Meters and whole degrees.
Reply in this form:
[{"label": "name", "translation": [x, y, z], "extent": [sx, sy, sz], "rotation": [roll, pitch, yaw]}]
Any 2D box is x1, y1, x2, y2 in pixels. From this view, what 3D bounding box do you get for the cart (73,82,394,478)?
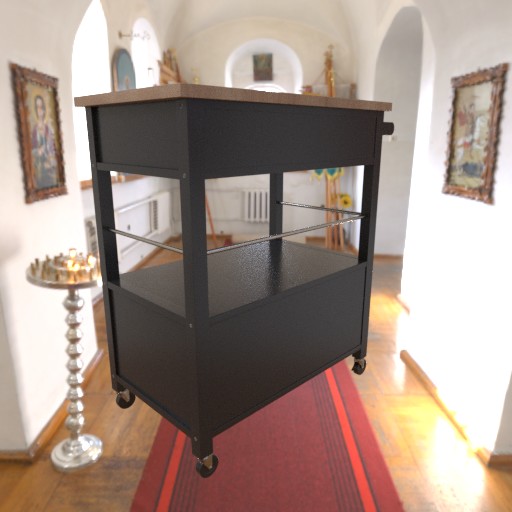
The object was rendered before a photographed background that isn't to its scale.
[{"label": "cart", "translation": [0.000, 0.000, 1.360], "extent": [0.840, 0.901, 0.459], "rotation": [-15, 21, -43]}]
